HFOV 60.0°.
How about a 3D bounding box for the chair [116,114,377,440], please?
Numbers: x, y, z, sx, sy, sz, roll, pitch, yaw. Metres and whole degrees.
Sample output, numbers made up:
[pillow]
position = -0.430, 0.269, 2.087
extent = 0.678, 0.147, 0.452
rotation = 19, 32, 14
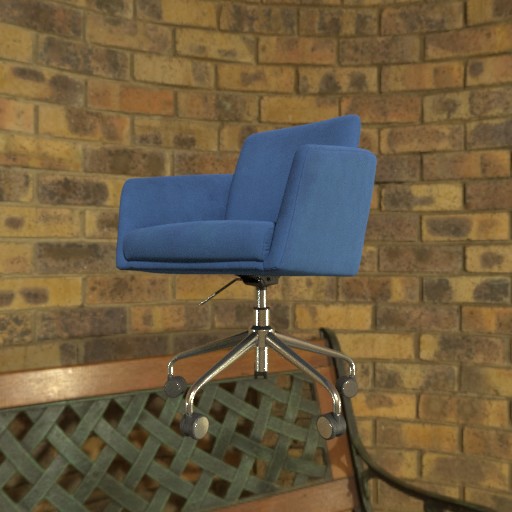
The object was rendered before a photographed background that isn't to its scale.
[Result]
[chair]
position = 0.000, 0.000, 1.321
extent = 0.641, 0.908, 0.635
rotation = 0, 0, 36
